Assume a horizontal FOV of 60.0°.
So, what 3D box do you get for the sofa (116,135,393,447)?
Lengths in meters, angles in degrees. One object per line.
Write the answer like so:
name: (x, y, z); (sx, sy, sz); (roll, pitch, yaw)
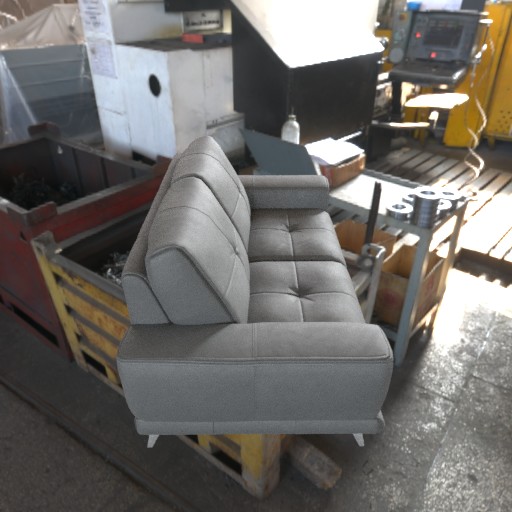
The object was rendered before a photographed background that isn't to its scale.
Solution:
sofa: (0.000, 0.000, 2.349); (1.018, 0.907, 1.806); (0, 32, 0)
